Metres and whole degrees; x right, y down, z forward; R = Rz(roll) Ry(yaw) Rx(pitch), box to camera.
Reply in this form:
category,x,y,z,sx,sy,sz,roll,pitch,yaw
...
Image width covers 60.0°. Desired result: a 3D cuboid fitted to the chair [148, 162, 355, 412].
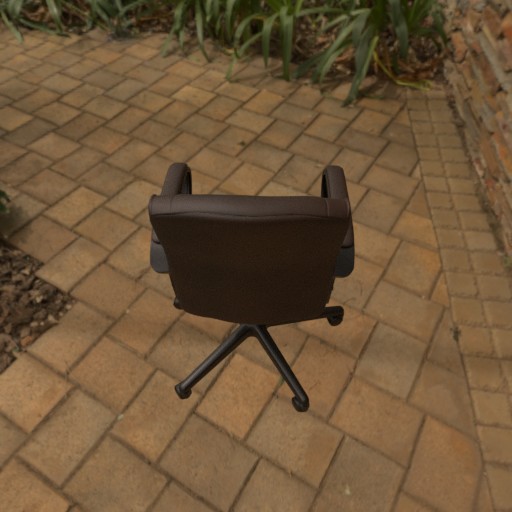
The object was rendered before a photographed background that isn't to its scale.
category,x,y,z,sx,sy,sz,roll,pitch,yaw
chair,0.000,0.000,1.497,0.739,1.004,0.717,2,47,2
